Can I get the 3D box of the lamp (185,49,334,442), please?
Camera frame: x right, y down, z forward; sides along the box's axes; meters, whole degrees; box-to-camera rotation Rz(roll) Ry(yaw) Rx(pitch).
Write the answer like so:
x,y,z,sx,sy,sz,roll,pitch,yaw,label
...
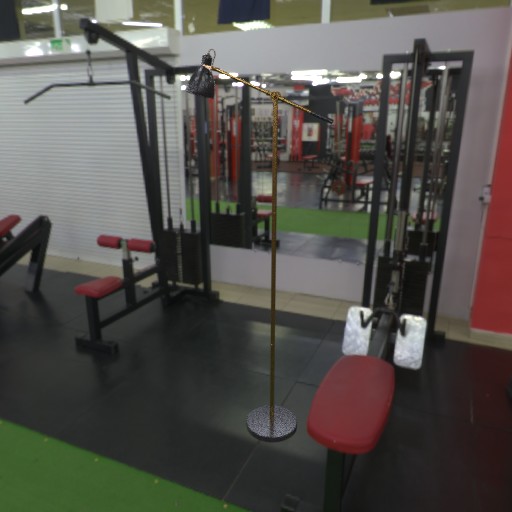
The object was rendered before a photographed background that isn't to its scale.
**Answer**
x,y,z,sx,sy,sz,roll,pitch,yaw,label
0.000,0.000,1.874,0.618,1.628,0.235,8,18,25,lamp
